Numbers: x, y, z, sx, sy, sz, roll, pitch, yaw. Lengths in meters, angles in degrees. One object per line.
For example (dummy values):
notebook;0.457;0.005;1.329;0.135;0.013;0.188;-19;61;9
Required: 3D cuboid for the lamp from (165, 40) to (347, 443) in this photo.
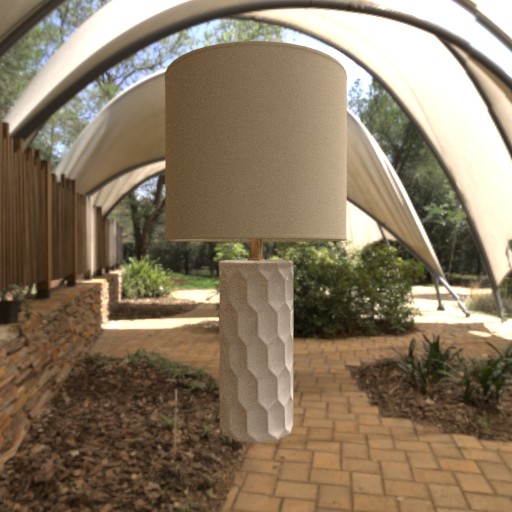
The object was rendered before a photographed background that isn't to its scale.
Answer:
lamp;0.000;0.000;0.689;0.277;0.537;0.277;0;1;-18
